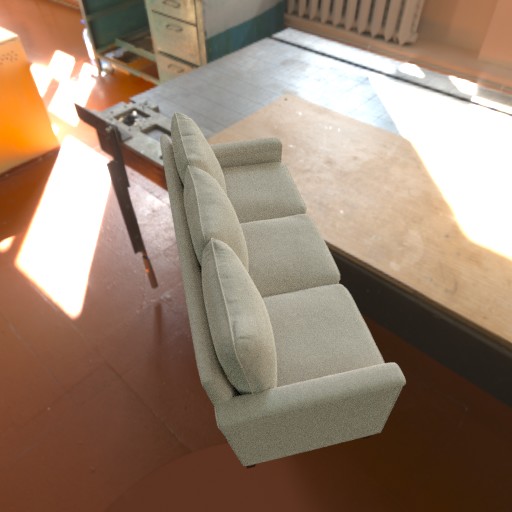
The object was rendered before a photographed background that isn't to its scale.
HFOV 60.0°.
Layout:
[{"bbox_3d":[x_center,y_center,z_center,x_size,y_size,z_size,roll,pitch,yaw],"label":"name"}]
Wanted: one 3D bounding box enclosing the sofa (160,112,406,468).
[{"bbox_3d":[0.000,0.000,2.459,0.828,0.961,1.925,-10,47,-9],"label":"sofa"}]
